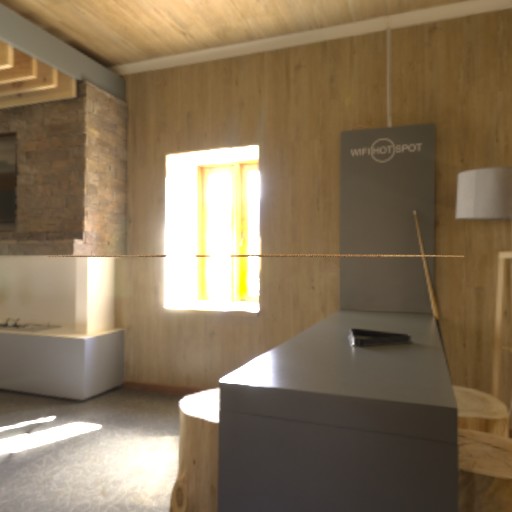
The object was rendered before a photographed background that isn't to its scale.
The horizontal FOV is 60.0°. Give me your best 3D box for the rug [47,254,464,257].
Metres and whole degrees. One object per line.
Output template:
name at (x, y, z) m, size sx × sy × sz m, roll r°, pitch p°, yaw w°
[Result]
rug at (0.000, 0.000, 2.756) m, size 2.135 × 0.013 × 1.524 m, roll 0°, pitch 0°, yaw 35°
